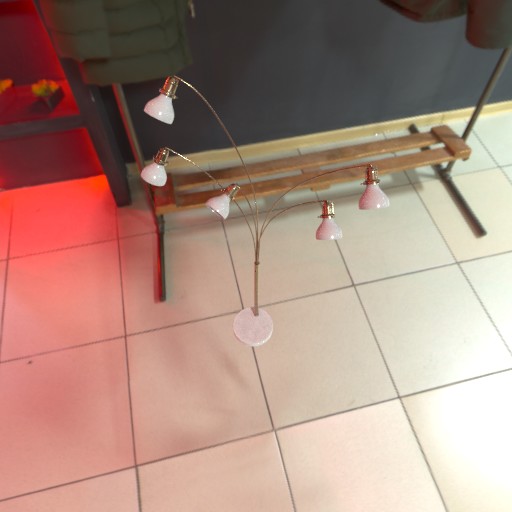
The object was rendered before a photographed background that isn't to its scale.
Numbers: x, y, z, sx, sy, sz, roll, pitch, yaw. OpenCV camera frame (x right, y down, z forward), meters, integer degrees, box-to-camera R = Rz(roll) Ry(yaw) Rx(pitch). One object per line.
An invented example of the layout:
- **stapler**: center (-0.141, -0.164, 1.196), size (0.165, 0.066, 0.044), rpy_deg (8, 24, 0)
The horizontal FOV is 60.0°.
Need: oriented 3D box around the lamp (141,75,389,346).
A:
- **lamp**: center (0.000, 0.000, 3.013), size (1.405, 2.423, 0.361), rpy_deg (16, 58, 10)
